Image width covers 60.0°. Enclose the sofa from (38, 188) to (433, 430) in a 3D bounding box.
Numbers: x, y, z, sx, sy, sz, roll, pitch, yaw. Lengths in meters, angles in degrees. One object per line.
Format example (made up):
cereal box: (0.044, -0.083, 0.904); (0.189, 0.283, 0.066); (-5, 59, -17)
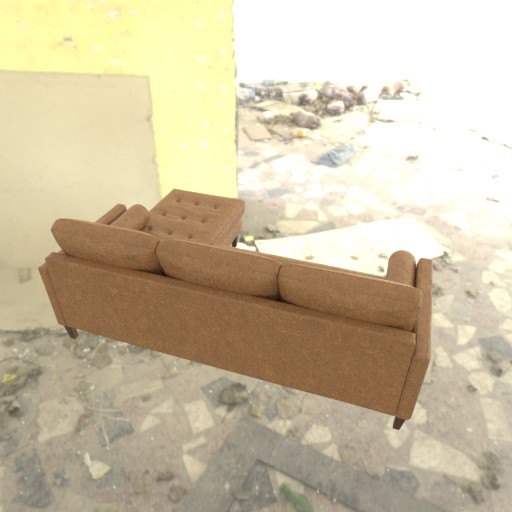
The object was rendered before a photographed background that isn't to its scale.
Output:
sofa: (0.000, 0.000, 2.948); (2.178, 0.876, 1.506); (11, 36, 15)
